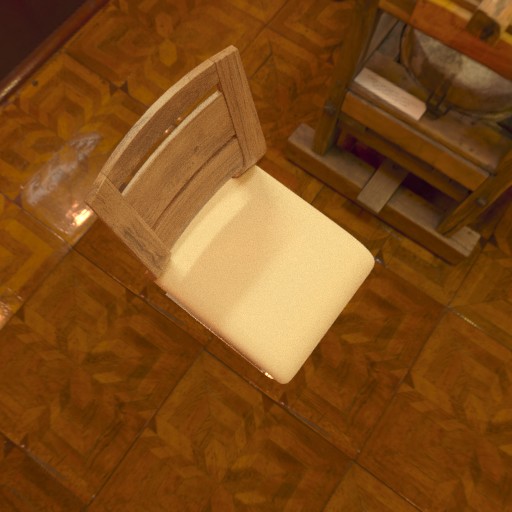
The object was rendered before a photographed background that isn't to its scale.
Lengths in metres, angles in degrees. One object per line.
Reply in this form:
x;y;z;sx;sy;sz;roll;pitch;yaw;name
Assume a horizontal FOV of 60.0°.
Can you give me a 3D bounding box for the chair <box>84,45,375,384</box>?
0.000;0.000;1.228;0.561;0.955;0.457;37;78;10;chair
